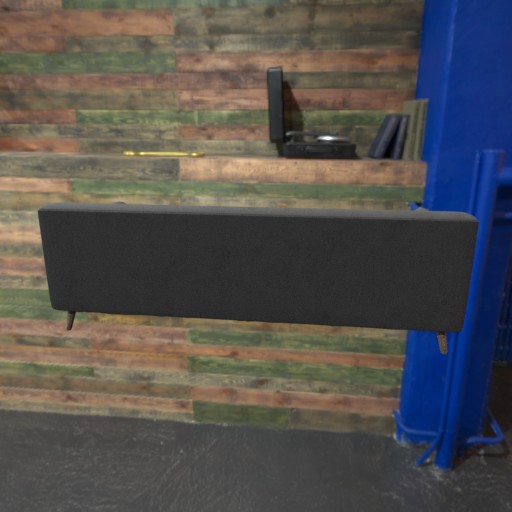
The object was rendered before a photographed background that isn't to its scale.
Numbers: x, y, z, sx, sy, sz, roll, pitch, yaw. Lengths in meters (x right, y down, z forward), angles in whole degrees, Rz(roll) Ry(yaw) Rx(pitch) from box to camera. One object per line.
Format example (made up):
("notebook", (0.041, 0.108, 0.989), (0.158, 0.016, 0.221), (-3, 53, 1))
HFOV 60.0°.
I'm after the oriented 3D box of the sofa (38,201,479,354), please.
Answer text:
("sofa", (0.000, 0.000, 2.680), (2.190, 0.740, 0.900), (2, 17, 7))
